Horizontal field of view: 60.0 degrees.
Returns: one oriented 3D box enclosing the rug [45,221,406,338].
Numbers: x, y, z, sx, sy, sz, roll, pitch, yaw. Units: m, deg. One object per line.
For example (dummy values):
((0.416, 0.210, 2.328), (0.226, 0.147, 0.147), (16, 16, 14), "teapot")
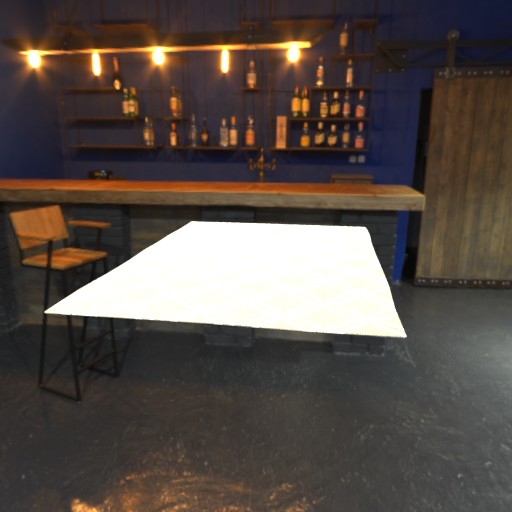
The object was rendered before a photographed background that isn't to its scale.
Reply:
((0.000, 0.000, 2.807), (1.524, 0.013, 2.135), (2, 15, 9), "rug")
